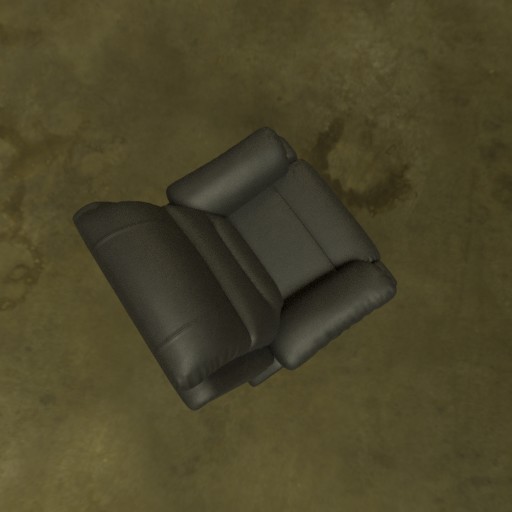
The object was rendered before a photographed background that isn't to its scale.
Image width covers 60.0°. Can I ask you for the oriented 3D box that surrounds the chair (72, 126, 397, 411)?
[{"bbox_3d":[0.000,0.000,1.699,0.919,0.992,0.855,-34,77,-9],"label":"chair"}]
